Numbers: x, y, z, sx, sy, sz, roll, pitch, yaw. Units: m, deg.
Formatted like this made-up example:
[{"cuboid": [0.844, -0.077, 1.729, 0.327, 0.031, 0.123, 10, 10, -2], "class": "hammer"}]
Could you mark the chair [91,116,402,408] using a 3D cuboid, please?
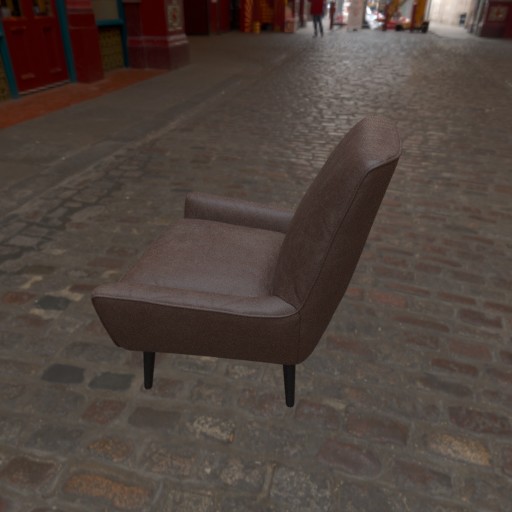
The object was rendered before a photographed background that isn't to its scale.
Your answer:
[{"cuboid": [0.000, 0.000, 1.513, 0.824, 0.888, 0.787, 7, 31, 12], "class": "chair"}]
